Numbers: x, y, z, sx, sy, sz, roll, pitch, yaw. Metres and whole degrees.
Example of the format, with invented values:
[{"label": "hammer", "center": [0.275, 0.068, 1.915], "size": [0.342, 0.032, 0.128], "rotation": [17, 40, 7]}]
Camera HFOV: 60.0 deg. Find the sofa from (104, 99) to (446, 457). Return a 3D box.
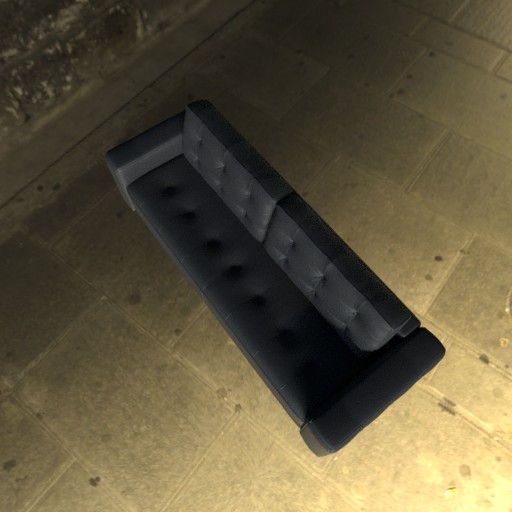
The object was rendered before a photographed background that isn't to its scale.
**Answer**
[{"label": "sofa", "center": [0.000, 0.000, 2.756], "size": [0.833, 0.893, 2.275], "rotation": [-34, 68, -16]}]
